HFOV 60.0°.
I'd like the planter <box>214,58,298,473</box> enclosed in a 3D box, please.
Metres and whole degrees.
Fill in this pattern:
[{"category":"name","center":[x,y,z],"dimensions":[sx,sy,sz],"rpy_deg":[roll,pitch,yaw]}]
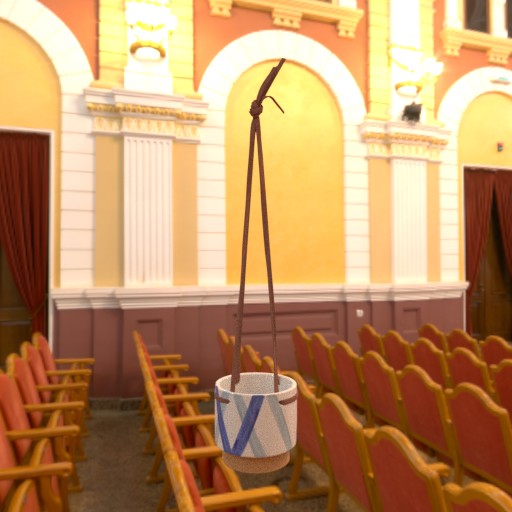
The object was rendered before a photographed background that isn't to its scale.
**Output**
[{"category":"planter","center":[0.000,0.000,0.831],"dimensions":[0.157,0.753,0.153],"rpy_deg":[0,0,-18]}]
